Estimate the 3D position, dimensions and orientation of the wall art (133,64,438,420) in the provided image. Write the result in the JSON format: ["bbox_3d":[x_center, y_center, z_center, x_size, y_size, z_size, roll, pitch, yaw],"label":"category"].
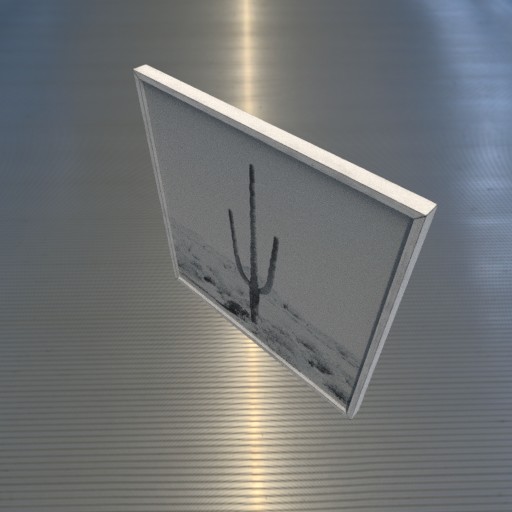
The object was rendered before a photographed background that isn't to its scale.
[{"bbox_3d":[0.000,0.000,1.154,0.762,0.762,0.038,34,55,28],"label":"wall art"}]
